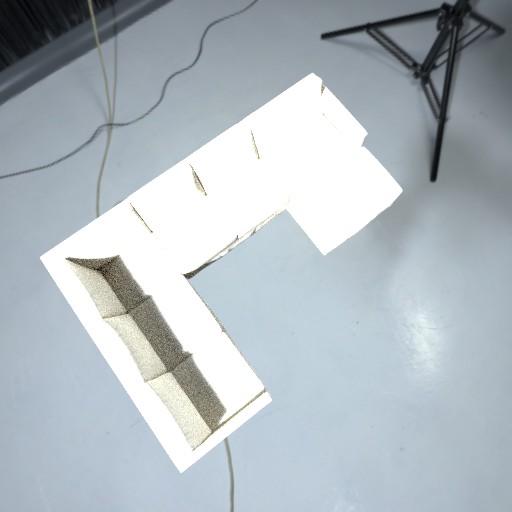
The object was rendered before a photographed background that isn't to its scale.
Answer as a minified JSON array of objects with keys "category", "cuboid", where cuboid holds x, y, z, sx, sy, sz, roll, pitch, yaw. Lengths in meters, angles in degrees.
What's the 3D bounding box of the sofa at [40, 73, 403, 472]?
[{"category":"sofa","cuboid":[0.000,0.000,4.566,3.460,0.882,2.427,-36,79,-9]}]
